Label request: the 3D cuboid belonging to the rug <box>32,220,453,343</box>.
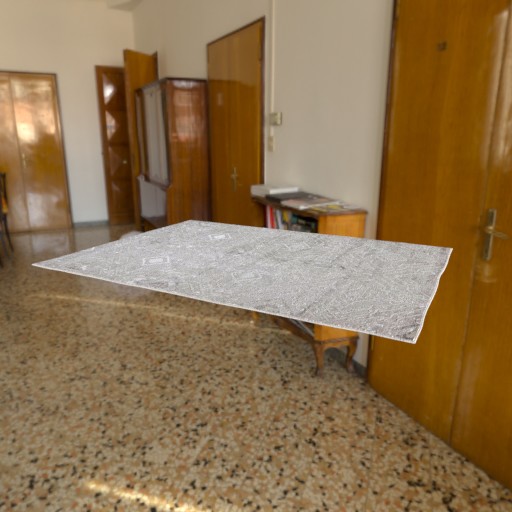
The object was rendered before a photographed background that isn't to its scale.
[{"bbox_3d":[0.000,0.000,4.335,3.359,0.020,2.448,8,17,27],"label":"rug"}]
